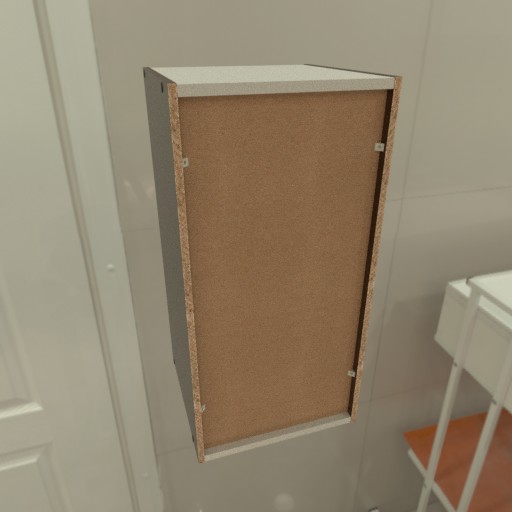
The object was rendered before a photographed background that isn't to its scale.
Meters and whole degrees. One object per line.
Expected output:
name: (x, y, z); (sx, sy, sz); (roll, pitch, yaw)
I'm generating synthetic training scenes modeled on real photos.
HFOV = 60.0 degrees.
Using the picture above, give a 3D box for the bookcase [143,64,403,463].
bookcase: (0.000, 0.000, 0.778); (0.300, 0.600, 0.290); (-8, 28, -16)
